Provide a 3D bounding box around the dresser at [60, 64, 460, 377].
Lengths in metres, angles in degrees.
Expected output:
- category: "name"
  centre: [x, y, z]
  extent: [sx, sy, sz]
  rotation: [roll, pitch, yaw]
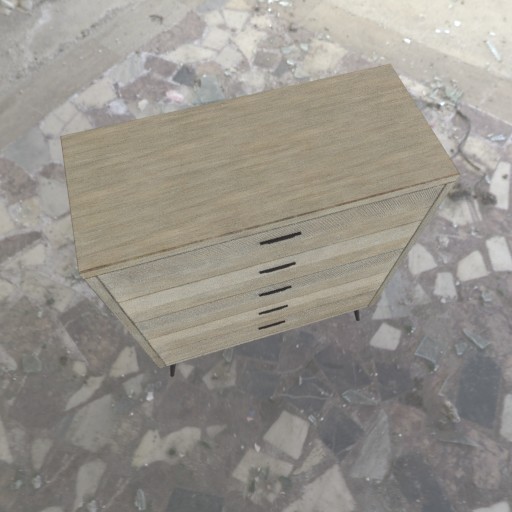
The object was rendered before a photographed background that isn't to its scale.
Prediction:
- category: "dresser"
  centre: [0.000, 0.000, 1.760]
  extent: [1.016, 1.219, 0.457]
  rotation: [-15, 64, -8]
